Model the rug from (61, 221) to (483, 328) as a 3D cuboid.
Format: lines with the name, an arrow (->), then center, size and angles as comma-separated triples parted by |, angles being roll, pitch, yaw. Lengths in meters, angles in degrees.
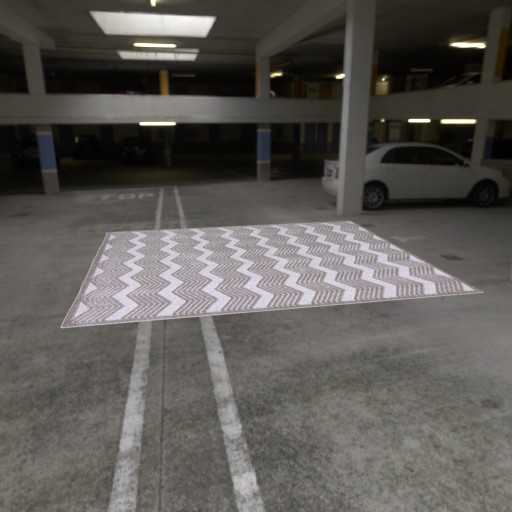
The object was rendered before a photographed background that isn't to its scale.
rug -> 0.000, 0.000, 4.050 | 2.880, 0.005, 2.391 | -3, 18, -11
